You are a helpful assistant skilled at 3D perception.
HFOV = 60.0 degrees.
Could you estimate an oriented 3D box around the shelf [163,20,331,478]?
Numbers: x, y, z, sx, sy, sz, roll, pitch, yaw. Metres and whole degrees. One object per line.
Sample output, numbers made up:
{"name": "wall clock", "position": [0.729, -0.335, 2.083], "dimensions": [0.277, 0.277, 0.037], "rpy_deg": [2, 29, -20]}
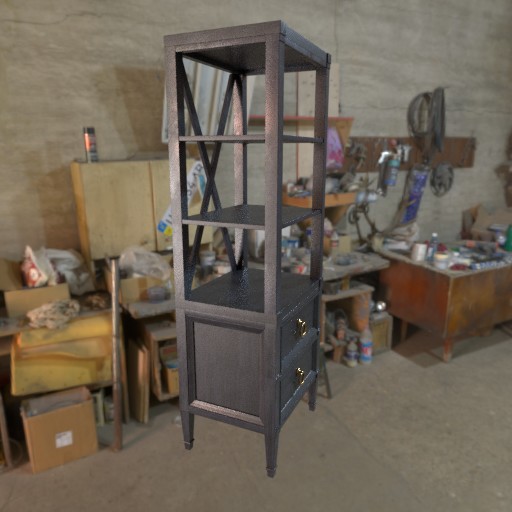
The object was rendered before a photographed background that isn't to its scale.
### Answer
{"name": "shelf", "position": [0.000, 0.000, 1.973], "dimensions": [0.472, 1.727, 0.584], "rpy_deg": [6, 14, 25]}
